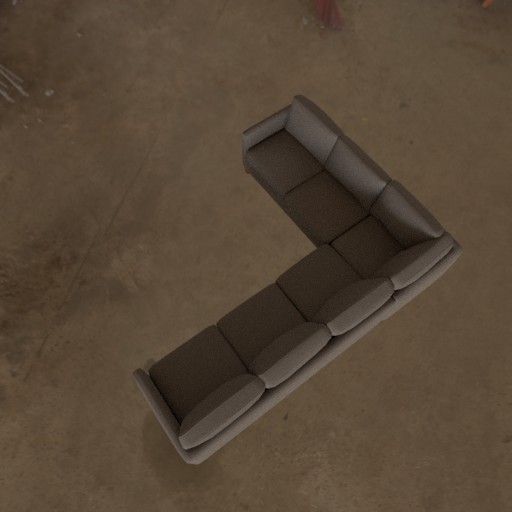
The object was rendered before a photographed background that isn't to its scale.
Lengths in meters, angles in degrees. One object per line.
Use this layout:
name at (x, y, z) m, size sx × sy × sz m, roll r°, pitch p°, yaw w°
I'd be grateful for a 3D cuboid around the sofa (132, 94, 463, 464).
sofa at (0.000, 0.000, 4.639) m, size 3.302 × 0.947 × 2.593 m, roll -34°, pitch 68°, yaw -15°
